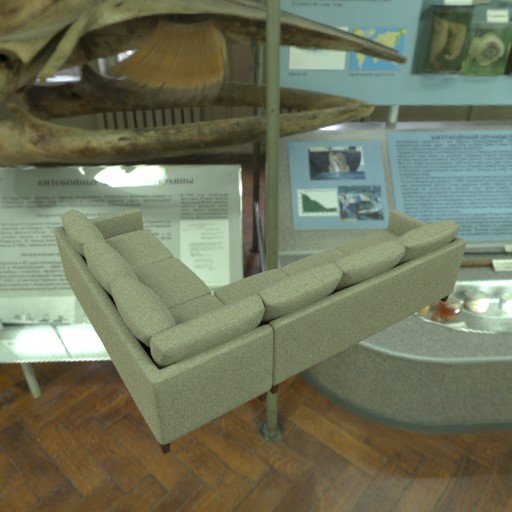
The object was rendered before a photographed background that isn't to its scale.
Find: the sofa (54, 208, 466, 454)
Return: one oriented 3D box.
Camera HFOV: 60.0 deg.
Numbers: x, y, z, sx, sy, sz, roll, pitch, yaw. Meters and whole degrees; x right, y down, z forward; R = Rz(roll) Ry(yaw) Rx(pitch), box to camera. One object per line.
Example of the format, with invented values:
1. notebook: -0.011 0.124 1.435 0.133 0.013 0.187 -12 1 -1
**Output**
1. sofa: 0.000 0.000 4.520 3.302 0.947 2.593 -19 35 -29
